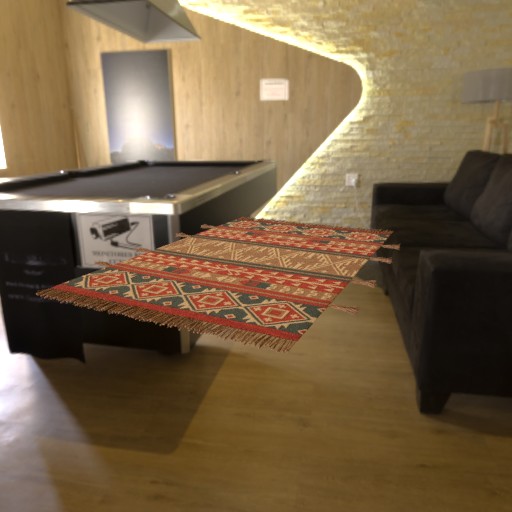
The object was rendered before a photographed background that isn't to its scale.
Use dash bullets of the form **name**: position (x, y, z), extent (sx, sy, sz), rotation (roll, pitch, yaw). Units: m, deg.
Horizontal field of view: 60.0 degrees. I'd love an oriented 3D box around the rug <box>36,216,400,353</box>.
- **rug**: position (0.000, 0.000, 2.585), extent (1.469, 0.040, 2.025), rotation (8, 18, 25)
